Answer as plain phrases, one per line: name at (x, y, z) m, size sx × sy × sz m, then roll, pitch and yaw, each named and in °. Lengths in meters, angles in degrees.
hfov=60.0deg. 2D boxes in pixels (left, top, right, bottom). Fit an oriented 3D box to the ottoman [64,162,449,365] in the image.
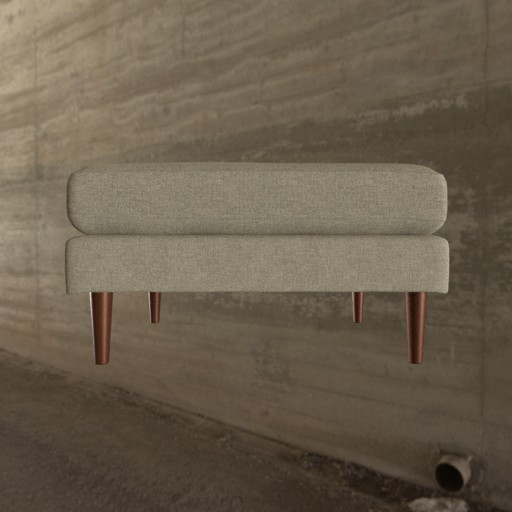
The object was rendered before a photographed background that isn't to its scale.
ottoman at (0.000, 0.000, 1.268) m, size 0.821 × 0.474 × 0.693 m, roll 0°, pitch 1°, yaw -1°
